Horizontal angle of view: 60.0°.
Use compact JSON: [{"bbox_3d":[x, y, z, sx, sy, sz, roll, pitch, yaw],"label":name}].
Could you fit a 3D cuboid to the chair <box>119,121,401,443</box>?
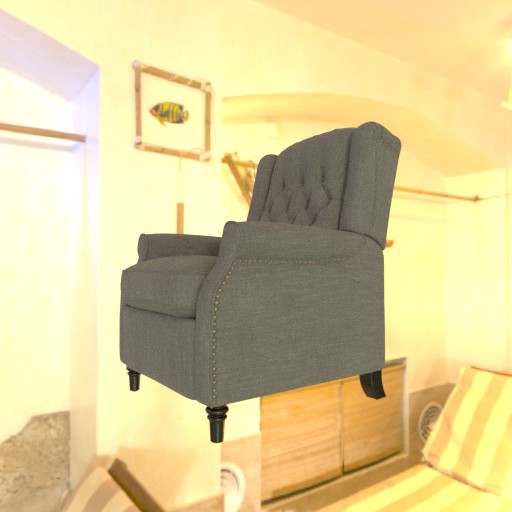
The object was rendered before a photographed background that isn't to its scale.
[{"bbox_3d":[0.000,0.000,1.675,0.898,1.035,0.742,1,-1,-36],"label":"chair"}]
